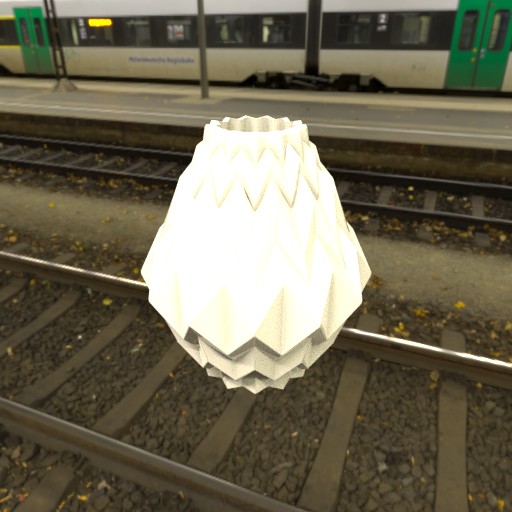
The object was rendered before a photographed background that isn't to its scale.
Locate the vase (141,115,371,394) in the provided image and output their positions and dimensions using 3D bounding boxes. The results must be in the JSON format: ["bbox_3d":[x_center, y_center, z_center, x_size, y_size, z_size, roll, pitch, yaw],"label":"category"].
[{"bbox_3d":[0.000,0.000,0.319,0.164,0.185,0.164,0,27,0],"label":"vase"}]
